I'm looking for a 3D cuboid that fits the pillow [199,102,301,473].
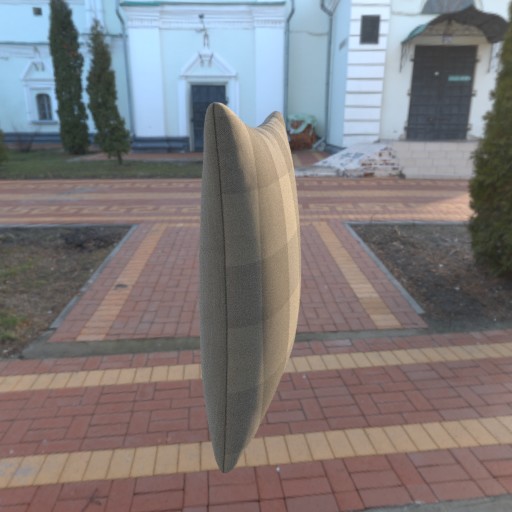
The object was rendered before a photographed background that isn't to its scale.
[{"bbox_3d":[0.000,0.000,0.802,0.161,0.509,0.511,3,17,10],"label":"pillow"}]
